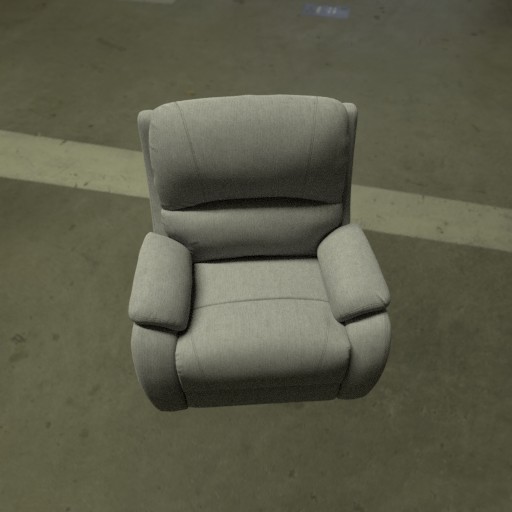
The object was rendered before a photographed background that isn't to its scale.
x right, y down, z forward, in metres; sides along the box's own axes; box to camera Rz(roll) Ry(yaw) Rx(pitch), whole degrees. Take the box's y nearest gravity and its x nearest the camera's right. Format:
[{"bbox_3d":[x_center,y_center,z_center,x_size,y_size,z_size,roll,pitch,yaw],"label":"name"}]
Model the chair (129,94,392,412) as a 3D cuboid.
[{"bbox_3d":[0.000,0.000,1.764,0.930,1.011,0.899,-3,47,-3],"label":"chair"}]
